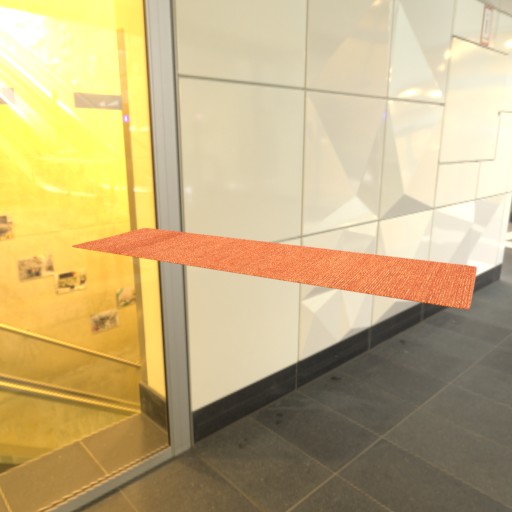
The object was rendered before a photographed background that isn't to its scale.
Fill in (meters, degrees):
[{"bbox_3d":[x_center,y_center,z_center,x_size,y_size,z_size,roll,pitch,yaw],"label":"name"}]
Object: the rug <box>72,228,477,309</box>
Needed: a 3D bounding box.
[{"bbox_3d":[0.000,0.000,2.595,2.307,0.012,0.687,8,17,27],"label":"rug"}]
